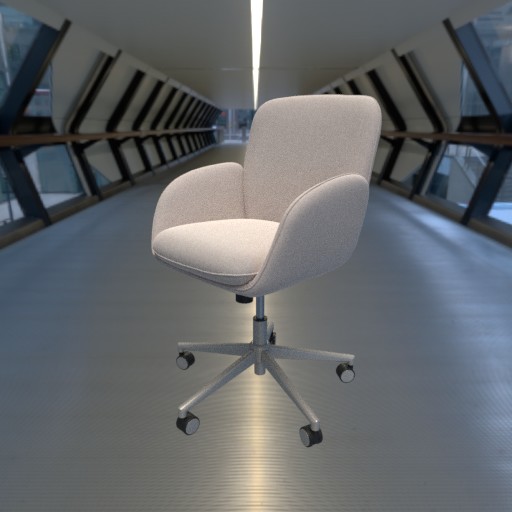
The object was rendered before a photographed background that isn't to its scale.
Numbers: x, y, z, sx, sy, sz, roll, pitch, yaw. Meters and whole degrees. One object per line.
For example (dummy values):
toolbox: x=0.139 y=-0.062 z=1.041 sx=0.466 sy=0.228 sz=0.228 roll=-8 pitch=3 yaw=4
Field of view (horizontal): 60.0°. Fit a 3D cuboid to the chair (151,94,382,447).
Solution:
chair: x=0.000 y=0.000 z=1.369 sx=0.648 sy=0.959 sz=0.633 roll=16 pitch=23 yaw=42
